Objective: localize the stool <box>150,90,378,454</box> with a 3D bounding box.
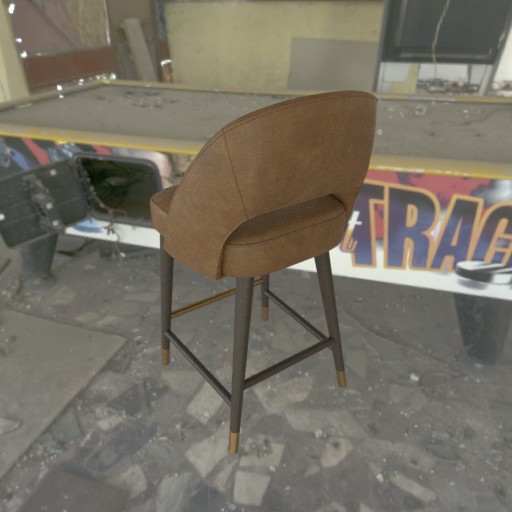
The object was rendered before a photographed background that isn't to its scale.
[{"bbox_3d":[0.000,0.000,1.250,0.494,0.940,0.509,-19,35,-30],"label":"stool"}]
